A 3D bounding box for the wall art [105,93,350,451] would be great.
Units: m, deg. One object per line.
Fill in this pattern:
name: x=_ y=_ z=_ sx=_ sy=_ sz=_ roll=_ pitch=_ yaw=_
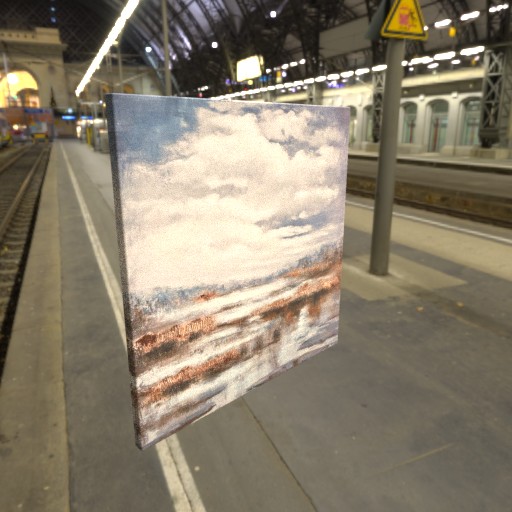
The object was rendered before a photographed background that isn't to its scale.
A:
wall art: x=0.000 y=0.000 z=1.366 sx=0.888 sy=0.897 sz=0.035 roll=-15 pitch=22 yaw=-43
